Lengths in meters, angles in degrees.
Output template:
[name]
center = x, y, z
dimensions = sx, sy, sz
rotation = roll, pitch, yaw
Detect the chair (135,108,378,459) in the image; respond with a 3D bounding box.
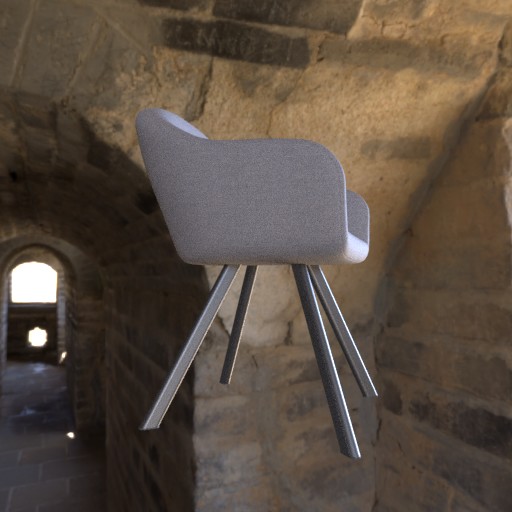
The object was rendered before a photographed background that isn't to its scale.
[chair]
center = 0.000, 0.000, 1.148
dimensions = 0.570, 0.780, 0.540
rotation = -1, -2, 19
